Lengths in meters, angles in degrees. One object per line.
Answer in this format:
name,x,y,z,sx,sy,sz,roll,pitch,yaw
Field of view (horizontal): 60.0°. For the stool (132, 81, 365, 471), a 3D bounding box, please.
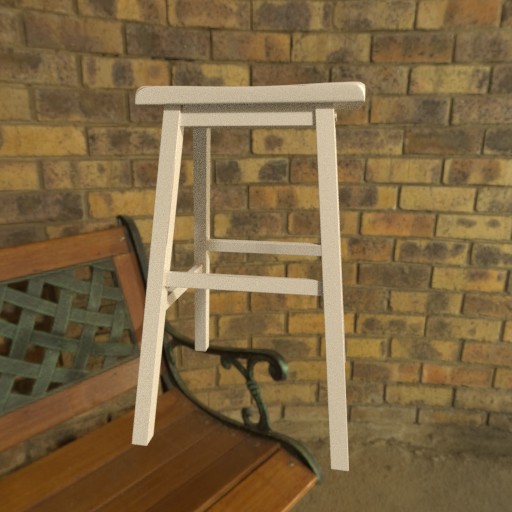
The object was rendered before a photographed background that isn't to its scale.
stool,0.000,0.000,1.046,0.457,0.737,0.476,3,15,10
